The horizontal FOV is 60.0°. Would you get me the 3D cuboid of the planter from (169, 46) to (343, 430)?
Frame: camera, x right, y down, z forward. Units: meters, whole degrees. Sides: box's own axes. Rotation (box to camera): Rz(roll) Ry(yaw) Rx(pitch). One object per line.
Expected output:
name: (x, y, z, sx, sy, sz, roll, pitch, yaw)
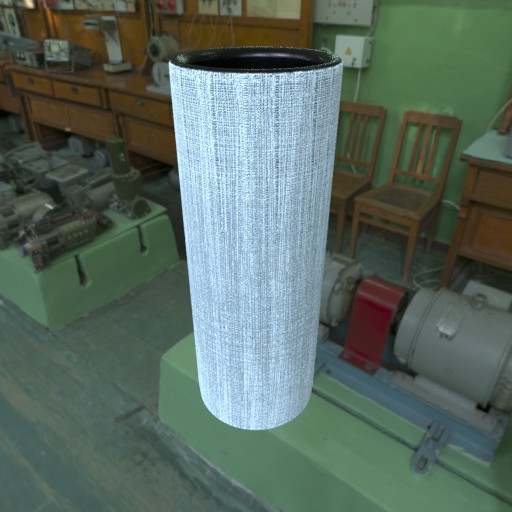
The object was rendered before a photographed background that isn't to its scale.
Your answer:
planter: (0.000, 0.000, 0.326, 0.100, 0.270, 0.100, 22, 38, 31)
